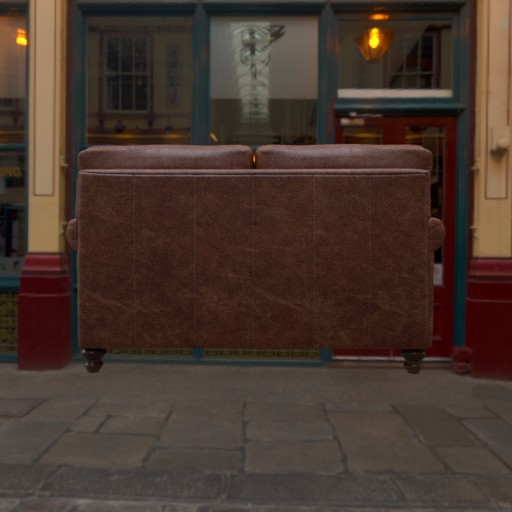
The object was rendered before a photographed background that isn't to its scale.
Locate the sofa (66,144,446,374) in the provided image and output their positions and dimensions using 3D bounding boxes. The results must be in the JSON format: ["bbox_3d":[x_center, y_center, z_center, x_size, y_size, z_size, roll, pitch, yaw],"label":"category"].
[{"bbox_3d":[0.000,0.000,2.256,1.616,0.967,0.990,0,-1,1],"label":"sofa"}]
